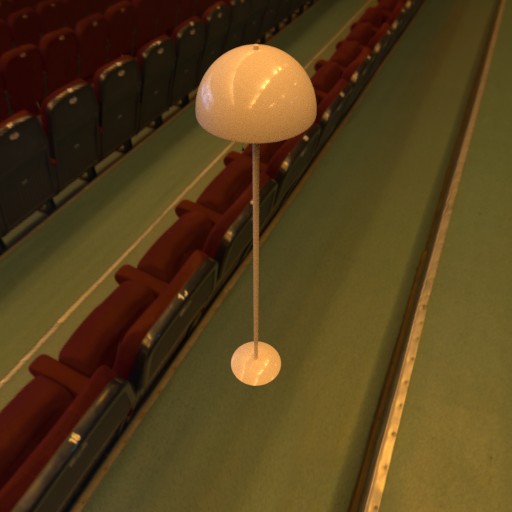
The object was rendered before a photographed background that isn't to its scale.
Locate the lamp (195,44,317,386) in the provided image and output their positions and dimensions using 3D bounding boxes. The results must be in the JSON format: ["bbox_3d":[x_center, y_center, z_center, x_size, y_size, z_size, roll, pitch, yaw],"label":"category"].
[{"bbox_3d":[0.000,0.000,1.615,0.328,1.480,0.328,18,48,17],"label":"lamp"}]
